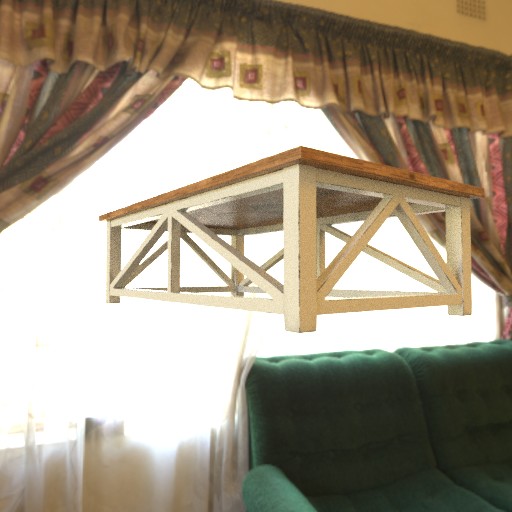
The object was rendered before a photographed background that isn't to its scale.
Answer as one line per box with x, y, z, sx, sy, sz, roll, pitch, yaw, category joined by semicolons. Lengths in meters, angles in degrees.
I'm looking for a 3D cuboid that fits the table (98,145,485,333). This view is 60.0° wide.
0.000;0.000;1.746;0.800;0.410;1.400;2;-3;-37;table
